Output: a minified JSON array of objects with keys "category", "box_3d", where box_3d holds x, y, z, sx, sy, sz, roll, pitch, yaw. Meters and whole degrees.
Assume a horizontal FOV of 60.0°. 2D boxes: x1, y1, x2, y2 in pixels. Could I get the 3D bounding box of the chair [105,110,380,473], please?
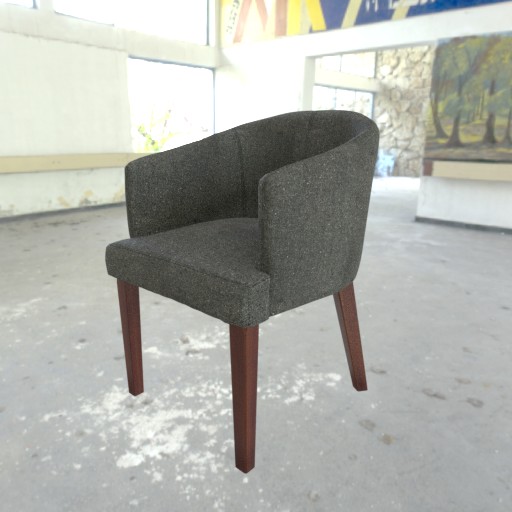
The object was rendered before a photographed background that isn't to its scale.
[{"category":"chair","box_3d":[0.000,0.000,1.260,0.583,0.811,0.655,13,20,40]}]
